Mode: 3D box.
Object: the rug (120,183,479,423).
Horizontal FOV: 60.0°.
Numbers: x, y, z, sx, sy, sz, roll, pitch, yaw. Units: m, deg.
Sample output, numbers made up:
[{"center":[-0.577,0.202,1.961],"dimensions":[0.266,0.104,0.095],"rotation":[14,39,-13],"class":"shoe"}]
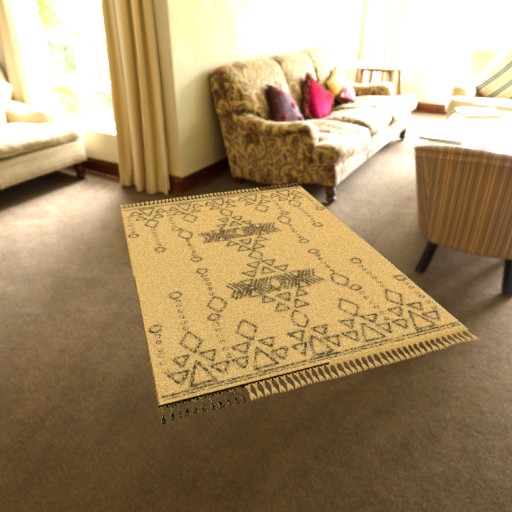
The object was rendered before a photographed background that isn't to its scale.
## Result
[{"center":[0.000,0.000,2.963],"dimensions":[1.600,0.013,2.312],"rotation":[-10,32,-16],"class":"rug"}]
